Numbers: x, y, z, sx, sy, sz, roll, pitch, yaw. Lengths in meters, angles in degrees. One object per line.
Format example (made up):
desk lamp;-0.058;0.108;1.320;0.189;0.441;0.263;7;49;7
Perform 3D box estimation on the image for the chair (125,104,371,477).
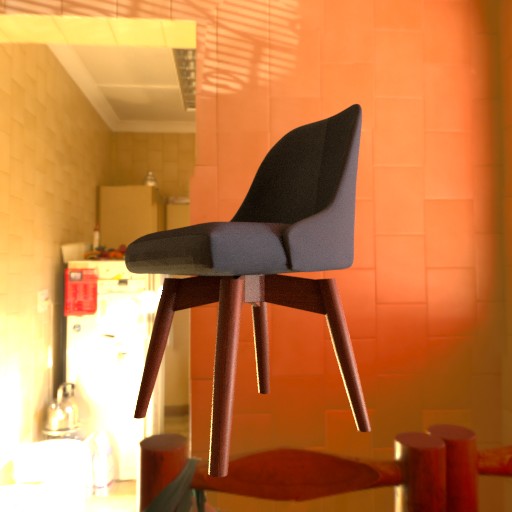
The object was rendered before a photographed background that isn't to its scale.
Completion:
chair;0.000;0.000;1.202;0.589;0.882;0.503;2;-3;-35
